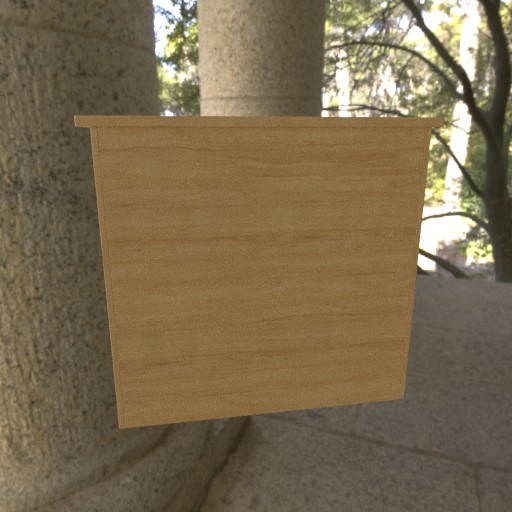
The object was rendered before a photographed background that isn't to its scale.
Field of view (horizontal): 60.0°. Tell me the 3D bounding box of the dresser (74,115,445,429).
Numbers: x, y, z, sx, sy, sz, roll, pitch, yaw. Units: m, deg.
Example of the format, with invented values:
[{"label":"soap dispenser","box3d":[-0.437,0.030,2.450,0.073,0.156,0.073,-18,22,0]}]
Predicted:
[{"label":"dresser","box3d":[0.000,0.000,1.234,0.800,0.730,0.410,-3,16,-9]}]
